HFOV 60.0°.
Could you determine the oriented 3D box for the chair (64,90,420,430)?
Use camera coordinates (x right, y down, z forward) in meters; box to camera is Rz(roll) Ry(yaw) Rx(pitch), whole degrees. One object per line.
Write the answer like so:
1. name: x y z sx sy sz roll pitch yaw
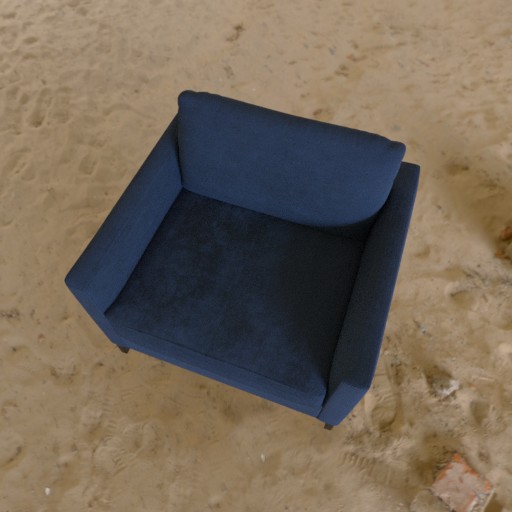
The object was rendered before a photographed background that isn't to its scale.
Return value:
1. chair: 0.000 0.000 1.620 0.964 0.812 0.875 17 60 10
